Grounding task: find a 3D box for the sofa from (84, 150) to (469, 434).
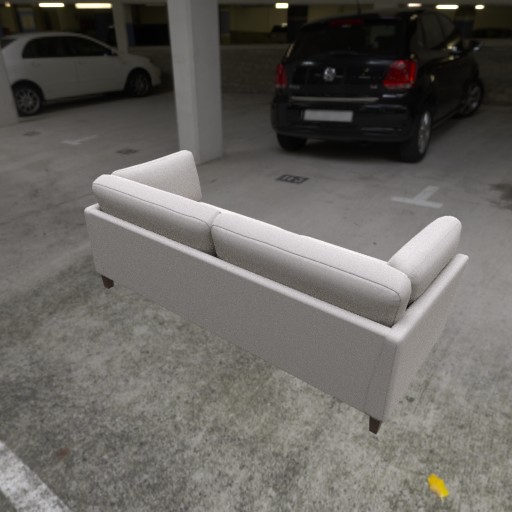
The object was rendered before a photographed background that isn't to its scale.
[{"bbox_3d":[0.000,0.000,2.846,2.301,0.863,0.957,21,36,32],"label":"sofa"}]
